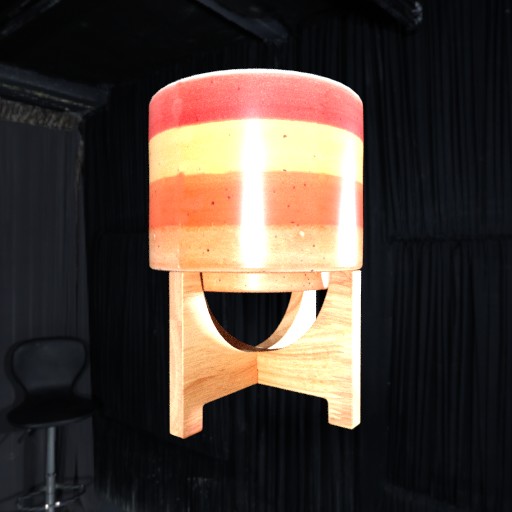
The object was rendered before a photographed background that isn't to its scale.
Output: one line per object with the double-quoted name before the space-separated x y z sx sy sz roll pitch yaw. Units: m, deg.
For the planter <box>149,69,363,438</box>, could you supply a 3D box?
"planter" 0.000 0.000 0.408 0.199 0.268 0.199 0 1 0
